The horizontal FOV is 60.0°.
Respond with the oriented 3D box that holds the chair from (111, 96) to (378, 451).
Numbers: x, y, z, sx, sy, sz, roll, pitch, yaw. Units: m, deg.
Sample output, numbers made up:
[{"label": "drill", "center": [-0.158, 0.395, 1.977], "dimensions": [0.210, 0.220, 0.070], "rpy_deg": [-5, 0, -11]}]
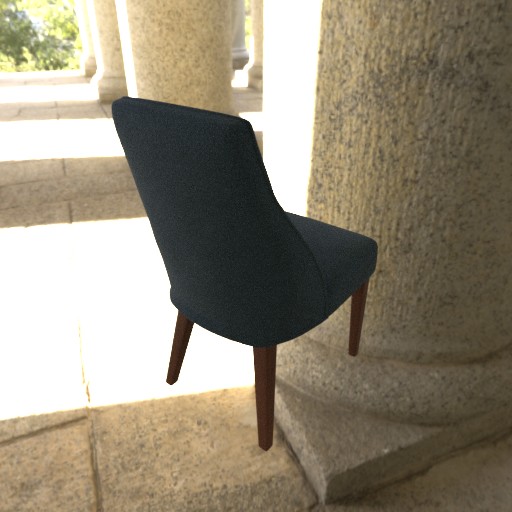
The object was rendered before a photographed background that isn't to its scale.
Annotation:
[{"label": "chair", "center": [0.000, 0.000, 1.284], "dimensions": [0.500, 0.930, 0.620], "rpy_deg": [22, 36, 33]}]
